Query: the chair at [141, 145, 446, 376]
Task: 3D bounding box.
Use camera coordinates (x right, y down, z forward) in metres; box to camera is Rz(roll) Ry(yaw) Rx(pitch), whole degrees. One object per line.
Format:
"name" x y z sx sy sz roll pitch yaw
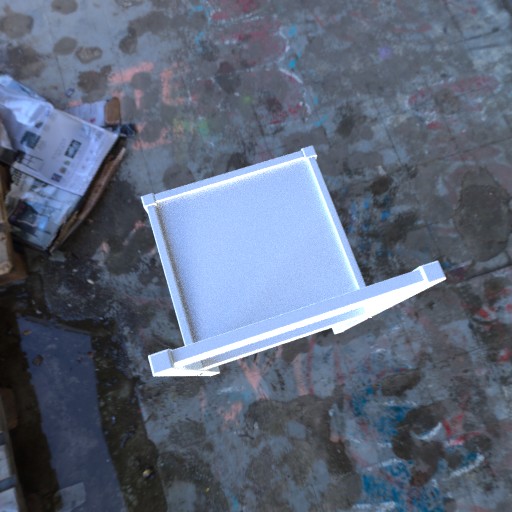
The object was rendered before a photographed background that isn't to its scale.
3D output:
"chair" 0.000 0.000 0.680 0.285 0.505 0.285 -18 76 -5
